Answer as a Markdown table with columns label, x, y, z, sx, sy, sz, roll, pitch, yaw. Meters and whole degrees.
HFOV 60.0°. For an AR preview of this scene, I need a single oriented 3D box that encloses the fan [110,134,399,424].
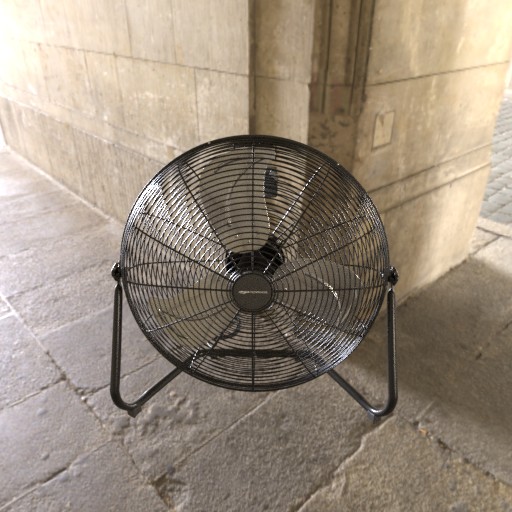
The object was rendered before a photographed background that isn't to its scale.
| label | x | y | z | sx | sy | sz | roll | pitch | yaw |
| --- | --- | --- | --- | --- | --- | --- | --- | --- | --- |
| fan | 0.000 | 0.000 | 1.014 | 0.595 | 0.605 | 0.470 | 1 | 30 | 1 |
